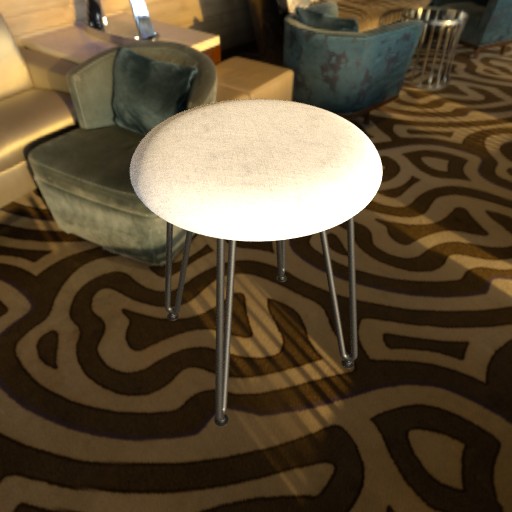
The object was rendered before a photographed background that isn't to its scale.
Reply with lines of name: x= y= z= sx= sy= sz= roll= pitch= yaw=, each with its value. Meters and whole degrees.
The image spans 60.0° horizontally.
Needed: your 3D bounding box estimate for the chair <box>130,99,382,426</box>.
chair: x=0.000 y=0.000 z=0.659 sx=0.350 sy=0.386 sz=0.350 roll=12 pitch=42 yaw=14
